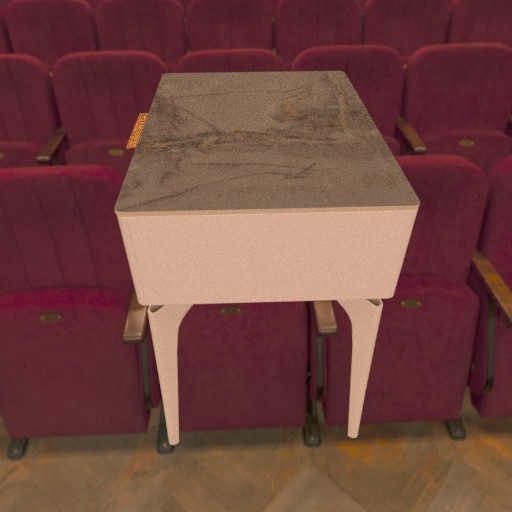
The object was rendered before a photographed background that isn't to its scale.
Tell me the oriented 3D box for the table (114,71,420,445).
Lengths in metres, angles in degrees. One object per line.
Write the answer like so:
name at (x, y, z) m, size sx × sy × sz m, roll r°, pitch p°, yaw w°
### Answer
table at (0.000, 0.000, 0.906) m, size 0.400 × 0.570 × 0.500 m, roll -1°, pitch 40°, yaw -2°
